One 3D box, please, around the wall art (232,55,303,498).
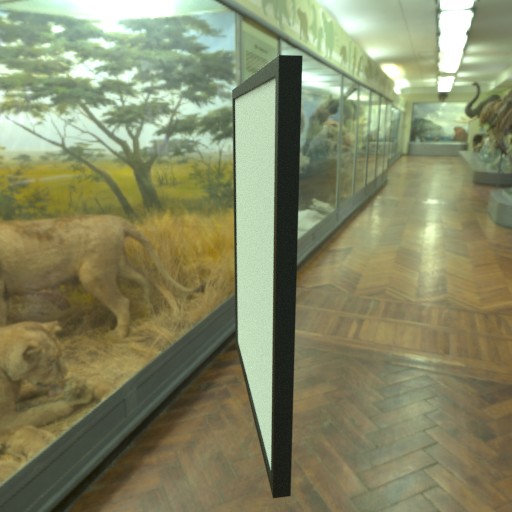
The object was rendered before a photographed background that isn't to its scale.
[{"bbox_3d":[0.000,0.000,0.531,0.018,0.397,0.325,-3,16,-9],"label":"wall art"}]
